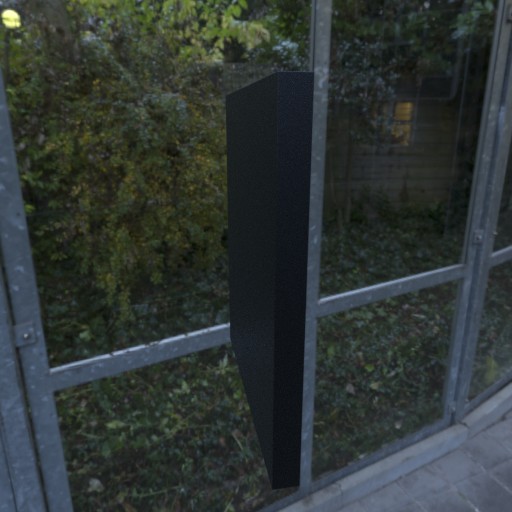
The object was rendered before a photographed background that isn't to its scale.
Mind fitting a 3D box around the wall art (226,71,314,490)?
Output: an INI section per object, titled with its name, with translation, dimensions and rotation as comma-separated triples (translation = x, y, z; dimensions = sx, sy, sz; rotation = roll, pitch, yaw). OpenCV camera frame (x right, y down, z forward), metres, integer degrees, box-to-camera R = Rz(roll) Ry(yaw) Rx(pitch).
[wall art]
translation = 0.000, 0.000, 0.534
dimensions = 0.028, 0.380, 0.325
rotation = -3, 17, -10
